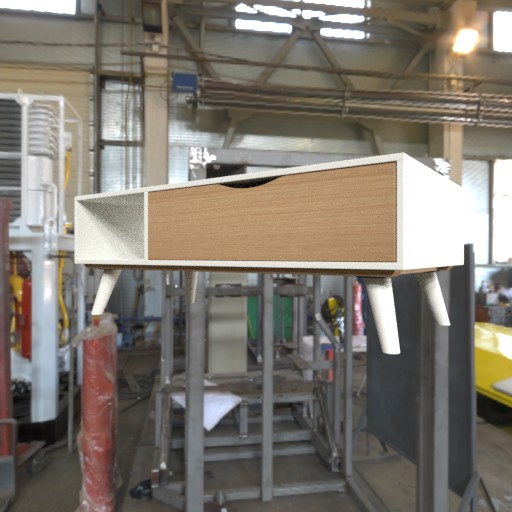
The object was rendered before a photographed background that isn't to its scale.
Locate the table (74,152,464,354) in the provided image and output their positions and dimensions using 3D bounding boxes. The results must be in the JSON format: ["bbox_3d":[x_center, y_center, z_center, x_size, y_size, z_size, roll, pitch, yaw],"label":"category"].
[{"bbox_3d":[0.000,0.000,1.515,1.194,0.432,0.609,0,0,36],"label":"table"}]
